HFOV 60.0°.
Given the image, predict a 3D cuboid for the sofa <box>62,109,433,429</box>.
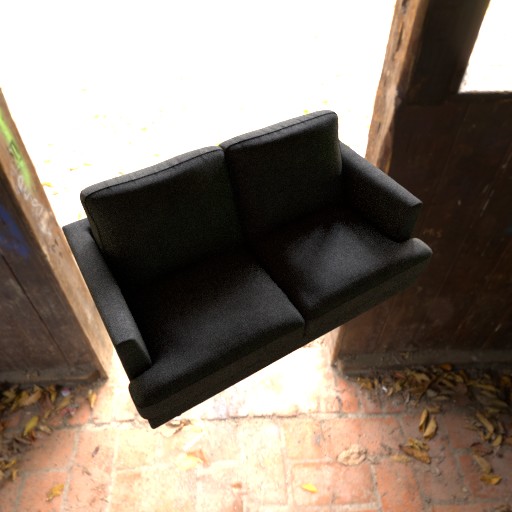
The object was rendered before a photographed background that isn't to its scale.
[{"bbox_3d":[0.000,0.000,2.194,1.582,0.956,0.903,-24,52,-21],"label":"sofa"}]
